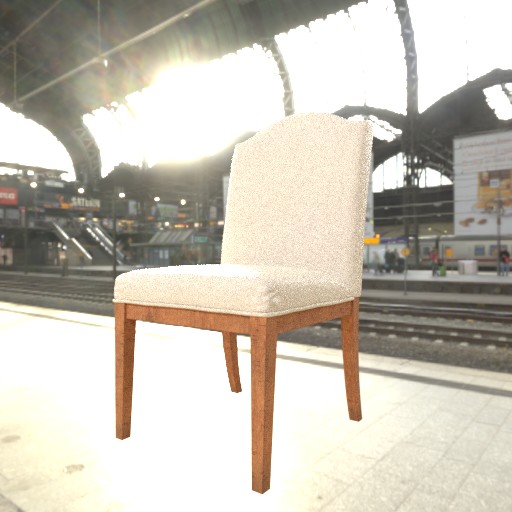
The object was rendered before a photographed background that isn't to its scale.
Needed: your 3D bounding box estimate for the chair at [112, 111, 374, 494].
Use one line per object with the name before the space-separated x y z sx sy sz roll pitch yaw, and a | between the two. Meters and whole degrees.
chair | 0.000 0.000 1.347 0.534 1.012 0.648 0 0 36
